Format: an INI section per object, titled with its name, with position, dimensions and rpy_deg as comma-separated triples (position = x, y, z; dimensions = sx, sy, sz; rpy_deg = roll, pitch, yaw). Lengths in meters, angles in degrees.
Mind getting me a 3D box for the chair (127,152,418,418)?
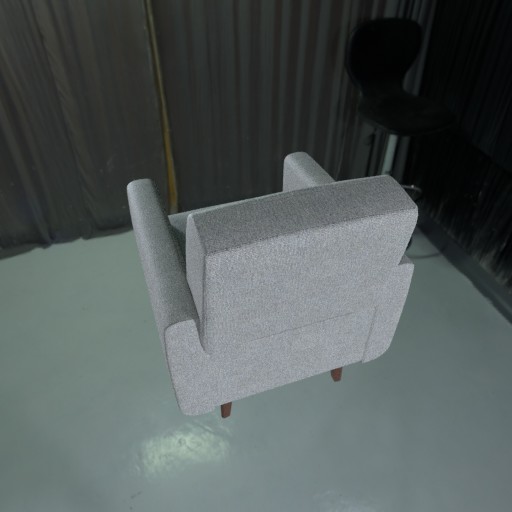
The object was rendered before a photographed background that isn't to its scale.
[chair]
position = 0.000, 0.000, 1.718
dimensions = 0.845, 0.968, 0.942
rpy_deg = -13, 42, -15
